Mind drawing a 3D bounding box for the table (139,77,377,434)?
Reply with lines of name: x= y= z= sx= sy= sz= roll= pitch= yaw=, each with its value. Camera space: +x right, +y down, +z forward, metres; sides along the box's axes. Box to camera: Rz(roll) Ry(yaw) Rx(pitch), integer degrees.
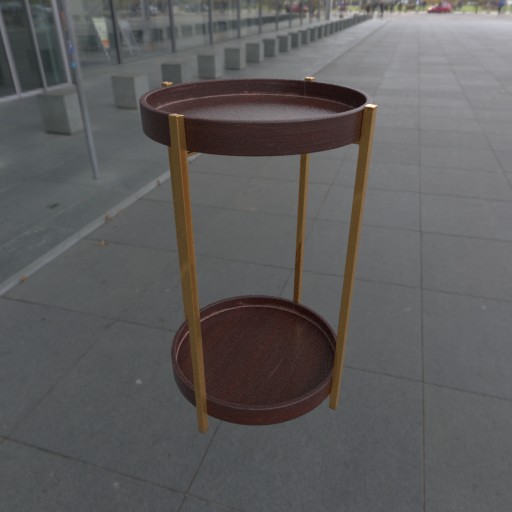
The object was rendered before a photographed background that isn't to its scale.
table: x=0.000 y=0.000 z=0.868 sx=0.400 sy=0.610 sz=0.400 roll=18 pitch=34 yaw=28
